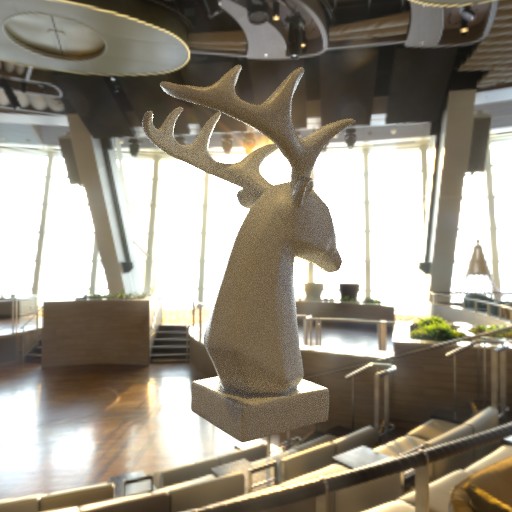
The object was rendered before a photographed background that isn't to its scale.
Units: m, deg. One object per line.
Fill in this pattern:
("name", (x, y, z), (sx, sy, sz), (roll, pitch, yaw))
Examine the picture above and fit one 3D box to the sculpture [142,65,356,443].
("sculpture", (0.000, 0.000, 0.455), (0.224, 0.329, 0.174), (1, -1, -34))
